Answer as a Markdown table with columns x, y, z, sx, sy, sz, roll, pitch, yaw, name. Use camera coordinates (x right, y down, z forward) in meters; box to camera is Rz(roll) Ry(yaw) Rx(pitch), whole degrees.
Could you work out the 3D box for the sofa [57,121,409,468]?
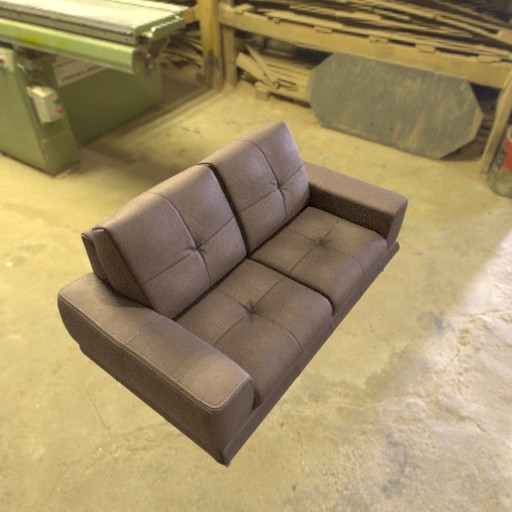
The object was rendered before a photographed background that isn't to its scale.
| x | y | z | sx | sy | sz | roll | pitch | yaw | name |
| --- | --- | --- | --- | --- | --- | --- | --- | --- | --- |
| 0.000 | 0.000 | 2.389 | 1.018 | 0.907 | 1.806 | 26 | 47 | 27 | sofa |
